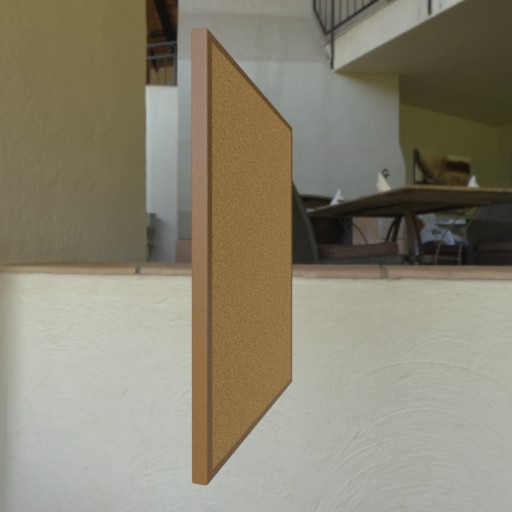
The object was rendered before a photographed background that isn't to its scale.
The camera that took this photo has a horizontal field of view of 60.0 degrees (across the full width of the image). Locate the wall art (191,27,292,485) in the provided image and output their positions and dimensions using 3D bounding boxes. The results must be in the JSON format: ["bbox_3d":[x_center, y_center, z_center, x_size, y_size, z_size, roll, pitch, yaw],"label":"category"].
[{"bbox_3d":[0.000,0.000,0.747,0.021,0.550,0.449,0,0,18],"label":"wall art"}]
